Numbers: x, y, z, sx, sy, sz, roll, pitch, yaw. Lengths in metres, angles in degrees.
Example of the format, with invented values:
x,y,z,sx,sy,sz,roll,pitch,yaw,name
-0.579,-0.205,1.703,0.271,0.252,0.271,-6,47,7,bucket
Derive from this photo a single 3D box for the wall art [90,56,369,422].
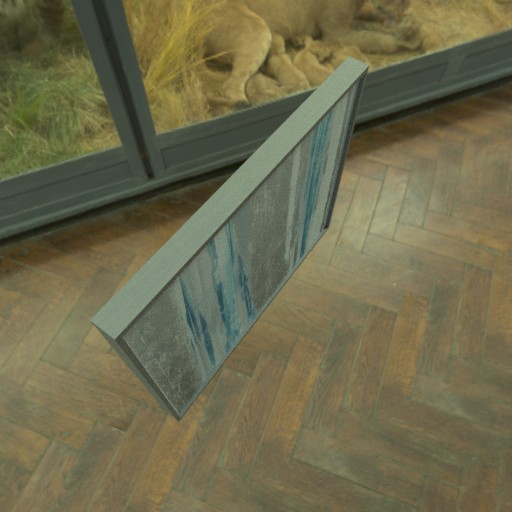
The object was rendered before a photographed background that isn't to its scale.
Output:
x,y,z,sx,sy,sz,roll,pitch,yaw,name
0.000,0.000,0.779,0.037,0.450,0.557,32,64,18,wall art
